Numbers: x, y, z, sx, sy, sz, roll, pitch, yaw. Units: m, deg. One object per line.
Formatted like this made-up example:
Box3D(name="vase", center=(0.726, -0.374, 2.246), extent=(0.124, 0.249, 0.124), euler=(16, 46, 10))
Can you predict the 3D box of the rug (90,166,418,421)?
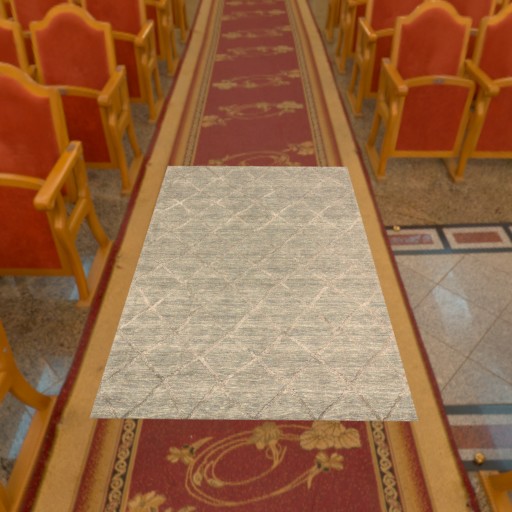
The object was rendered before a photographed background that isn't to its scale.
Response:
Box3D(name="rug", center=(0.000, 0.000, 2.906), extent=(1.521, 0.006, 2.283), euler=(0, 42, 0))
